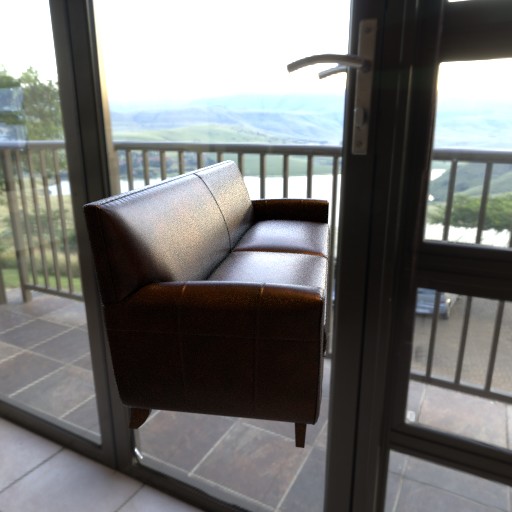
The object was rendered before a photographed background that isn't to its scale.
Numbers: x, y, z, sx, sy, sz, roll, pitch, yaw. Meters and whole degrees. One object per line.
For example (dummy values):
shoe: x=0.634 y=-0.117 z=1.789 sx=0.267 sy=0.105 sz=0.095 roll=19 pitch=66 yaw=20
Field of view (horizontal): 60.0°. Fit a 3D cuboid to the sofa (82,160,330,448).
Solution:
sofa: x=0.000 y=0.000 z=2.385 sx=0.786 sy=0.871 sz=1.995 roll=3 pitch=16 yaw=9
